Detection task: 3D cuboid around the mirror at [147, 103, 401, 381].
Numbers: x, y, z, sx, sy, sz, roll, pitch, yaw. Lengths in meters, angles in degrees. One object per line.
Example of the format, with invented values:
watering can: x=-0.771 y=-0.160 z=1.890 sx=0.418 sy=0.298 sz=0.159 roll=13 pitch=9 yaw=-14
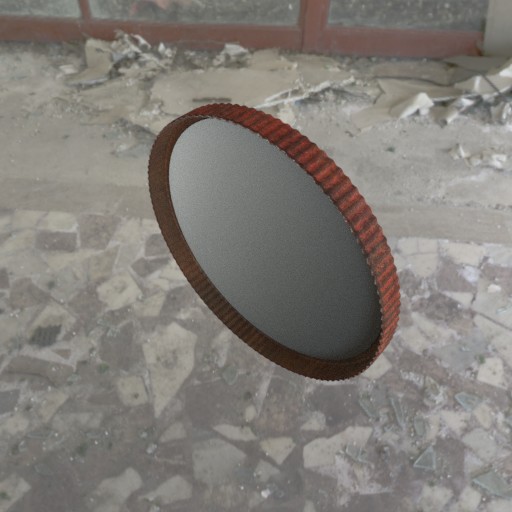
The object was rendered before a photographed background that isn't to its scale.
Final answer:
mirror: x=0.000 y=0.000 z=0.903 sx=0.609 sy=0.609 sz=0.056 roll=33 pitch=54 yaw=28
